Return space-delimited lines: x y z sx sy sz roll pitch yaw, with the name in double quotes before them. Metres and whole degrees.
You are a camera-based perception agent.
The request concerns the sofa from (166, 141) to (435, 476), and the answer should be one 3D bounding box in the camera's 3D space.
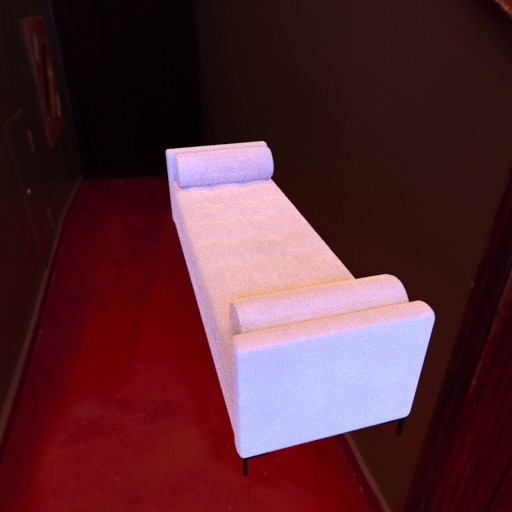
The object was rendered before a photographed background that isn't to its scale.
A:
"sofa" 0.000 0.000 2.345 0.686 0.635 1.981 -8 32 -13
